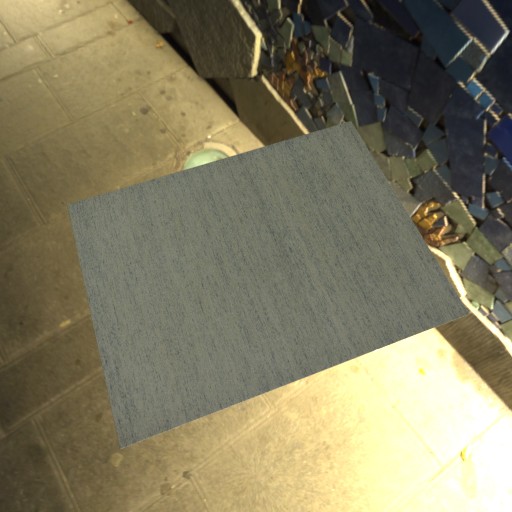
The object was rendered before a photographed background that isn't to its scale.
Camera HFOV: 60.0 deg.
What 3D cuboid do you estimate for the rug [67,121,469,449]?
[{"bbox_3d":[0.000,0.000,4.253,3.197,0.006,2.438,-18,65,-9],"label":"rug"}]
